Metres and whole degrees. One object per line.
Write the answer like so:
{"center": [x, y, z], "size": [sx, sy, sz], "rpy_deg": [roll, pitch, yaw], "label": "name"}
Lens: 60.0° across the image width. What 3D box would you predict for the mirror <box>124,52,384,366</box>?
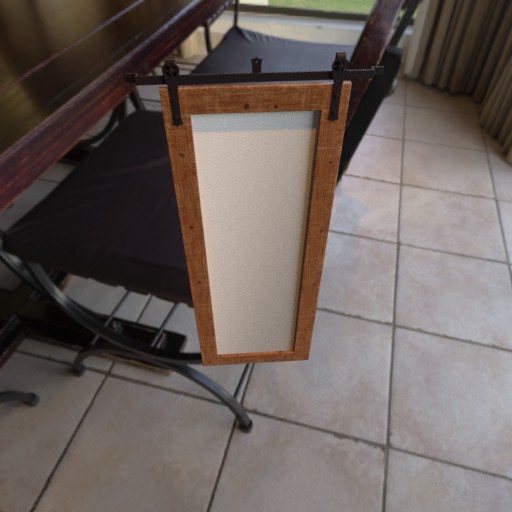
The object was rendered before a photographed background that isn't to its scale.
{"center": [0.000, 0.000, 2.026], "size": [0.847, 1.793, 0.042], "rpy_deg": [-3, 45, -3], "label": "mirror"}
